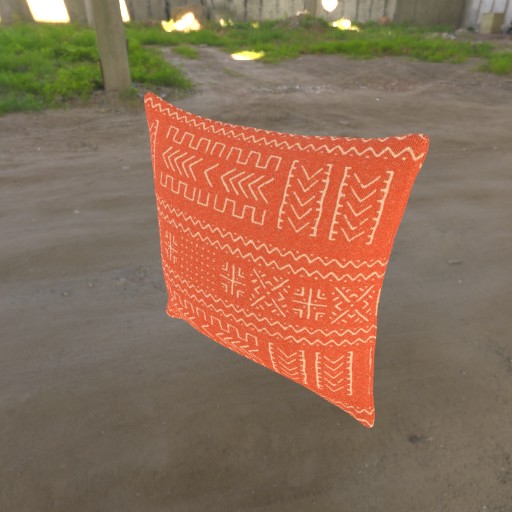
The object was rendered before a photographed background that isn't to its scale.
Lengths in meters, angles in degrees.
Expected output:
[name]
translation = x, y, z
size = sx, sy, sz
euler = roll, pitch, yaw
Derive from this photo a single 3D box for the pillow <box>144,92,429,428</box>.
[pillow]
translation = 0.000, 0.000, 0.662
size = 0.438, 0.429, 0.164
euler = 21, 36, 32
